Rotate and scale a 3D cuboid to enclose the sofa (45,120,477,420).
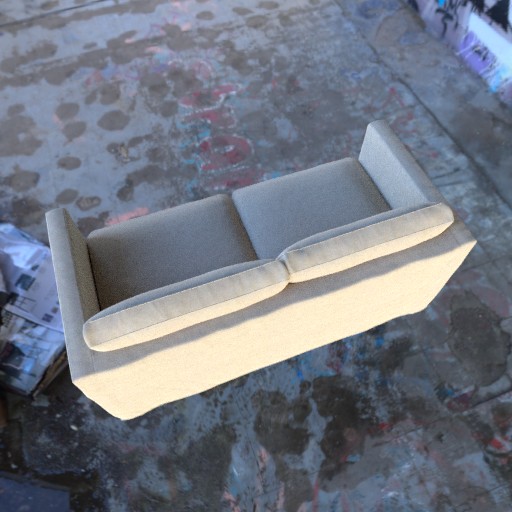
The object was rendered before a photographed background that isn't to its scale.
[{"bbox_3d":[0.000,0.000,2.413,1.959,0.835,0.962,-18,60,-11],"label":"sofa"}]
